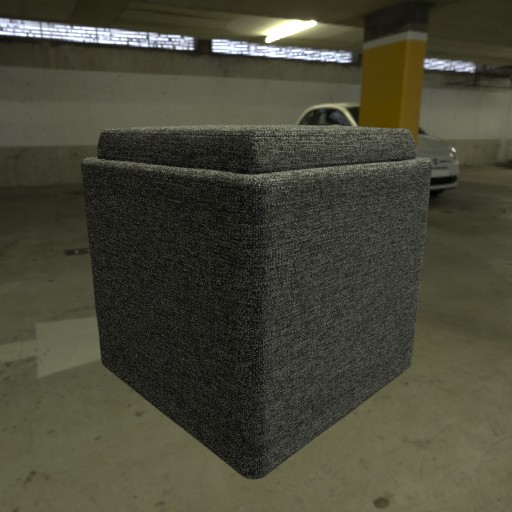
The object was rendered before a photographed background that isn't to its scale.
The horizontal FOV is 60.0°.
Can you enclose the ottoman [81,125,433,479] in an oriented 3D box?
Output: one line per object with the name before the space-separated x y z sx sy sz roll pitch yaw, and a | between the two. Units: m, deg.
ottoman | 0.000 0.000 0.817 0.450 0.463 0.450 -15 22 -42
